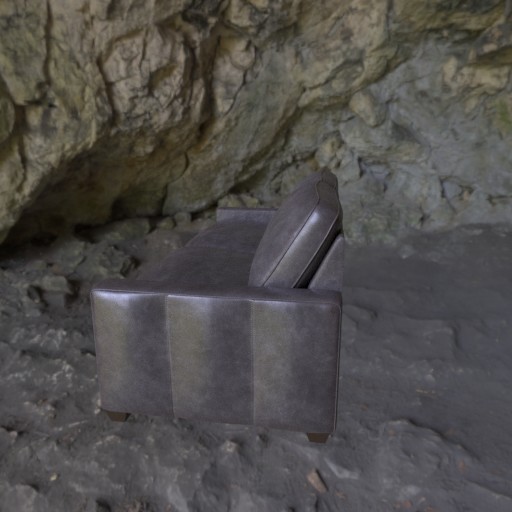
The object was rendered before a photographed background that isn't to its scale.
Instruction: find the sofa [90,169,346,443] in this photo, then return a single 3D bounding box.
[{"bbox_3d":[0.000,0.000,2.578,0.939,0.916,2.081,2,15,9],"label":"sofa"}]
